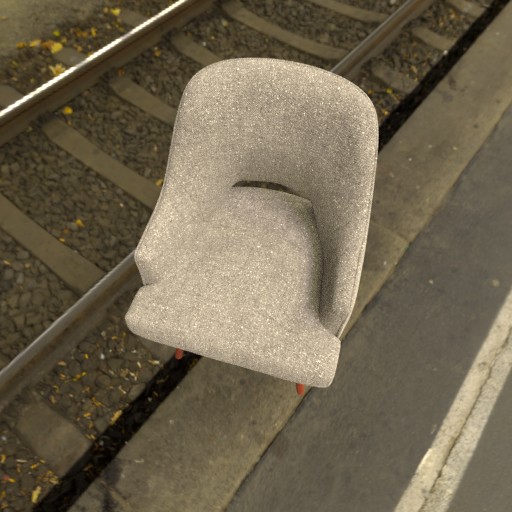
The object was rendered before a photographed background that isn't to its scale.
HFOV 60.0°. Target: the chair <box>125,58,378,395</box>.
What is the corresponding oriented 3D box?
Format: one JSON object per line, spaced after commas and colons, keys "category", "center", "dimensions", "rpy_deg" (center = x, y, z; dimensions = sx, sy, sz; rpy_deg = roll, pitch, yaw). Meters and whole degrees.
{"category": "chair", "center": [0.000, 0.000, 1.307], "dimensions": [0.608, 0.875, 0.629], "rpy_deg": [14, 59, 9]}
